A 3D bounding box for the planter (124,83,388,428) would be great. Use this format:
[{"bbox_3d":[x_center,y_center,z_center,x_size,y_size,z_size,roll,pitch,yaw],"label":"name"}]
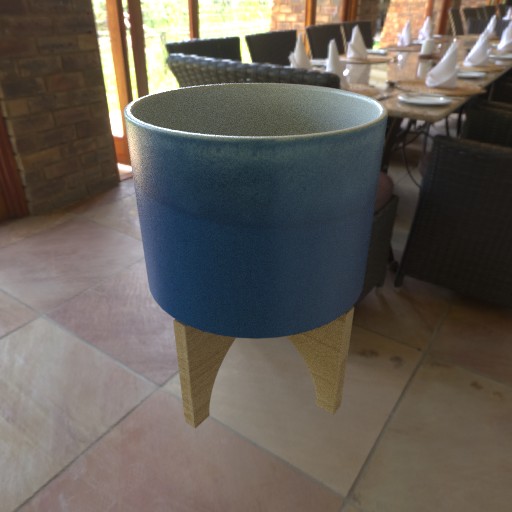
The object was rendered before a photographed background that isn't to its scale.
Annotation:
[{"bbox_3d":[0.000,0.000,0.397,0.192,0.263,0.192,0,30,0],"label":"planter"}]
